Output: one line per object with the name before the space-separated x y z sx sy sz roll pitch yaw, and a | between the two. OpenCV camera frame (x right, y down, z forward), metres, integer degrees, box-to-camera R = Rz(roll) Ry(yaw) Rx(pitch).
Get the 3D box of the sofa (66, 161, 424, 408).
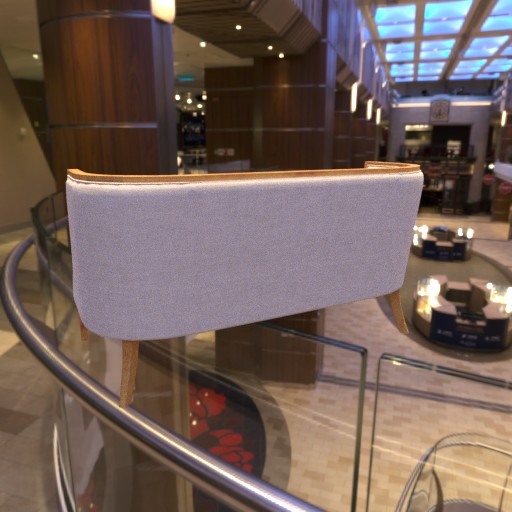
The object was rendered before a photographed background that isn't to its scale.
sofa | 0.000 0.000 1.947 1.474 0.775 0.770 -7 16 -26
